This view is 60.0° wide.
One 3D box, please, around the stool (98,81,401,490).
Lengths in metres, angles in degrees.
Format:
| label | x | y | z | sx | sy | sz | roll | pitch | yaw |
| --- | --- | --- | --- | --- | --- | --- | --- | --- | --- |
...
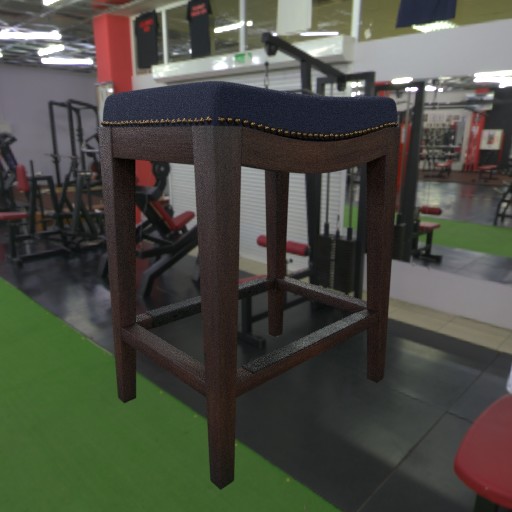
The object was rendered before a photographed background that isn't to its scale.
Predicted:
| label | x | y | z | sx | sy | sz | roll | pitch | yaw |
| --- | --- | --- | --- | --- | --- | --- | --- | --- | --- |
| stool | 0.000 | 0.000 | 0.934 | 0.500 | 0.642 | 0.361 | -14 | 21 | -41 |
